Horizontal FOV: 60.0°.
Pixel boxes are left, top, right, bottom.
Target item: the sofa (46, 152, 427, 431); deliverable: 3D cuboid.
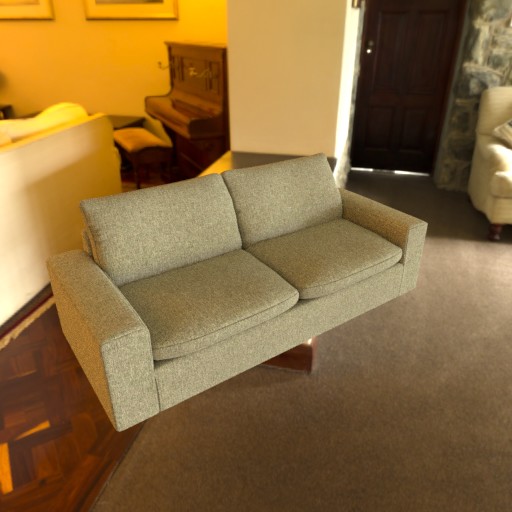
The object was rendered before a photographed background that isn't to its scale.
[{"bbox_3d":[0.000,0.000,2.858,2.299,0.922,1.040,-18,33,-31],"label":"sofa"}]
